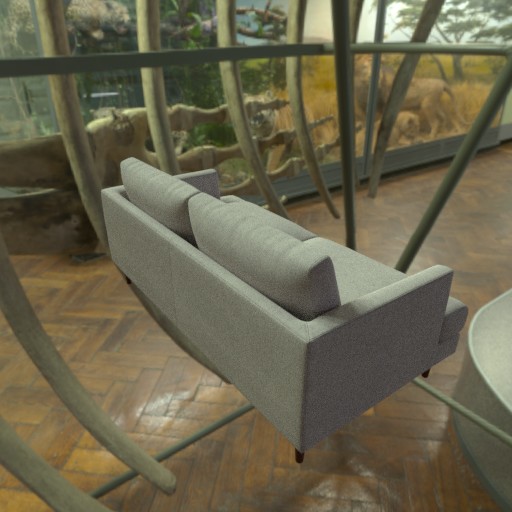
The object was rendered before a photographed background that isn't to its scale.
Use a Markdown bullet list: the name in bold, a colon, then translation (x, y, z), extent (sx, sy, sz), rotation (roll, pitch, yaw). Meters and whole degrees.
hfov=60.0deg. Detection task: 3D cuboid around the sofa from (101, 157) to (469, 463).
- **sofa**: translation (0.000, 0.000, 2.447), extent (1.020, 0.868, 1.948), rotation (-18, 32, -32)
